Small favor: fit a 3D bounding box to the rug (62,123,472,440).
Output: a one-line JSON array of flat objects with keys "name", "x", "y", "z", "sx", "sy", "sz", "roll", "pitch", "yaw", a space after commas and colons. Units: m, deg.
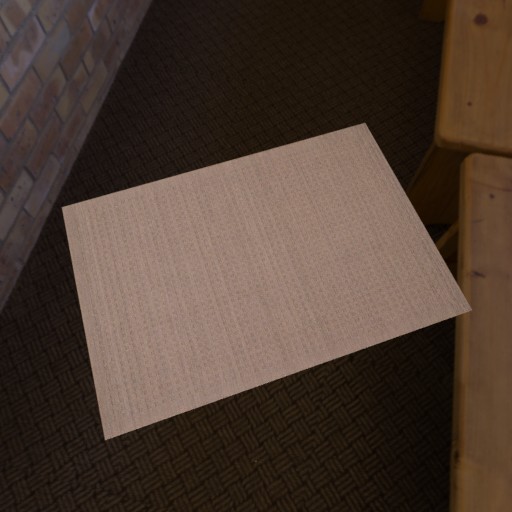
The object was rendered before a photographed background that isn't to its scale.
[{"name": "rug", "x": 0.000, "y": 0.000, "z": 3.667, "sx": 2.895, "sy": 0.006, "sz": 1.981, "roll": -17, "pitch": 66, "yaw": -8}]
